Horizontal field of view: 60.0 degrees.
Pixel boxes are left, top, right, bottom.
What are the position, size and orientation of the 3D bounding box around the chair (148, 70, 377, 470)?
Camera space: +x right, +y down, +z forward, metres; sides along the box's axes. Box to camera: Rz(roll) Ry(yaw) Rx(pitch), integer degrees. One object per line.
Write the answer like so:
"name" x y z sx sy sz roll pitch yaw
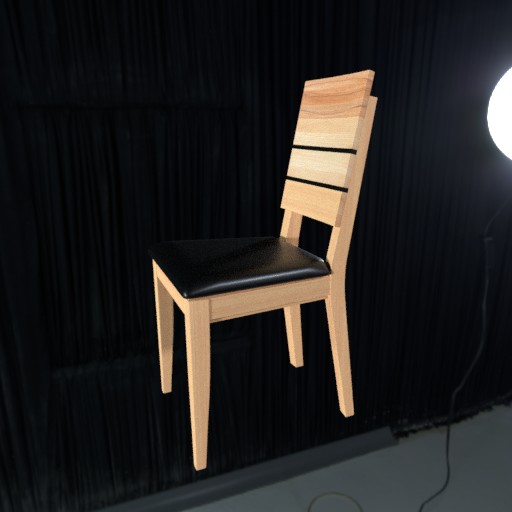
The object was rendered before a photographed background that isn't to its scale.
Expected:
"chair" 0.000 0.000 1.219 0.520 0.940 0.410 -7 18 -23
